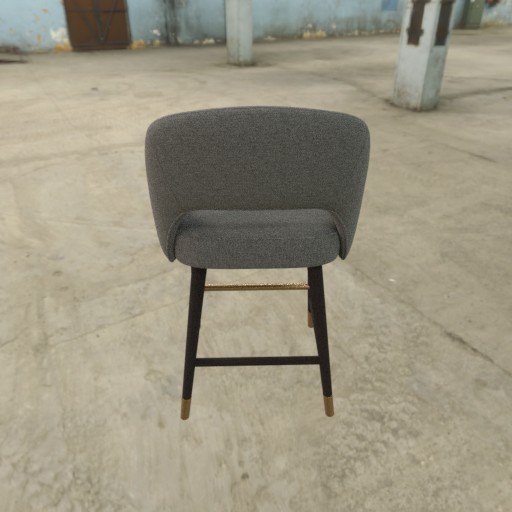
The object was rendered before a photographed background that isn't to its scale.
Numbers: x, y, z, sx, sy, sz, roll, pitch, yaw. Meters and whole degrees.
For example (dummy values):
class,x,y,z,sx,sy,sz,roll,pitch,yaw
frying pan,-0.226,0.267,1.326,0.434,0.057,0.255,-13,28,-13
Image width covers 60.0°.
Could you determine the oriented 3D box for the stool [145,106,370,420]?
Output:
class,x,y,z,sx,sy,sz,roll,pitch,yaw
stool,0.000,0.000,1.272,0.536,0.925,0.524,-1,30,-1
